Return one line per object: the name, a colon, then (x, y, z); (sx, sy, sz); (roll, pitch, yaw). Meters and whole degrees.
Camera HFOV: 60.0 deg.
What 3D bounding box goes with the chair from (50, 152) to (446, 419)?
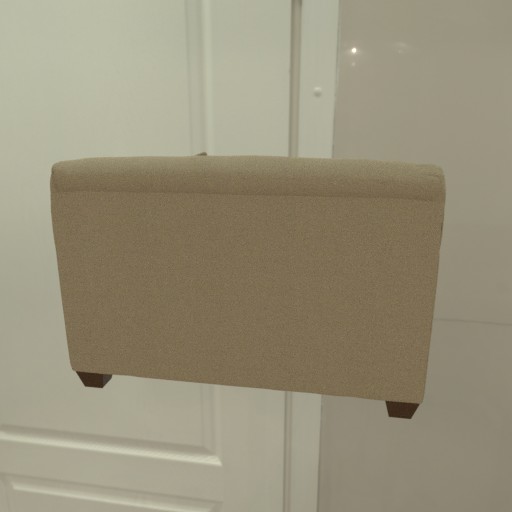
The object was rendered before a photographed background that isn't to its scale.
chair: (0.000, 0.000, 2.037); (1.383, 0.948, 1.000); (3, 16, 9)
